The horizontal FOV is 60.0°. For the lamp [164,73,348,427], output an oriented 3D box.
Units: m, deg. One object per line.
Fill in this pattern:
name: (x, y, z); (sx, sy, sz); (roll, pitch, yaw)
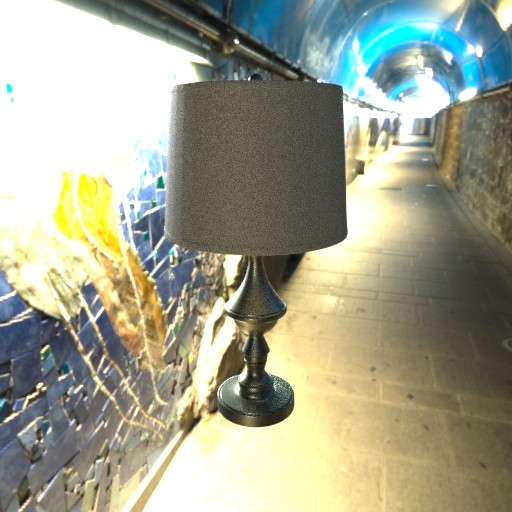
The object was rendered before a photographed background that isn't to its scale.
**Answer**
lamp: (0.000, 0.000, 0.958); (0.383, 0.733, 0.383); (0, 16, 0)
